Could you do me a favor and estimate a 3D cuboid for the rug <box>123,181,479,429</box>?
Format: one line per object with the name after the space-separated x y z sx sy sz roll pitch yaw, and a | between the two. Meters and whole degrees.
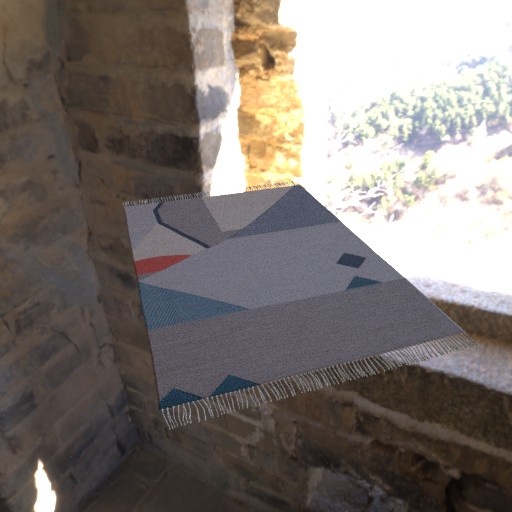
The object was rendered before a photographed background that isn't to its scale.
0.000 0.000 2.287 1.220 0.005 1.828 -10 32 -16 | rug
